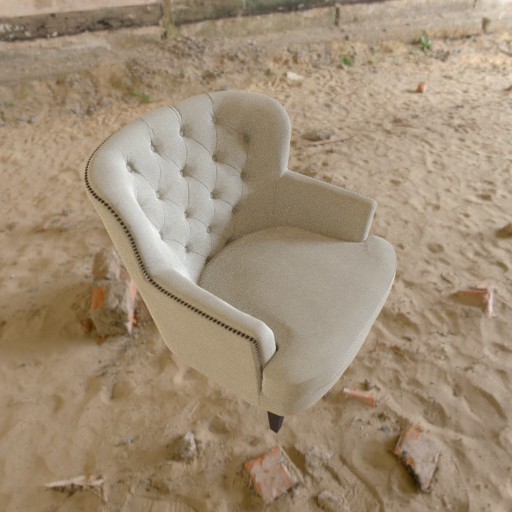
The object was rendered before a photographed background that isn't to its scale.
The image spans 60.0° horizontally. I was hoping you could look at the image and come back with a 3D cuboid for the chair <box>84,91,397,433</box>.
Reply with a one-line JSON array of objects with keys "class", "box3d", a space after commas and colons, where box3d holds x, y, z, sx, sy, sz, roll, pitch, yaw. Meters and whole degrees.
[{"class": "chair", "box3d": [0.000, 0.000, 1.586, 0.906, 0.868, 0.848, 24, 47, 25]}]
